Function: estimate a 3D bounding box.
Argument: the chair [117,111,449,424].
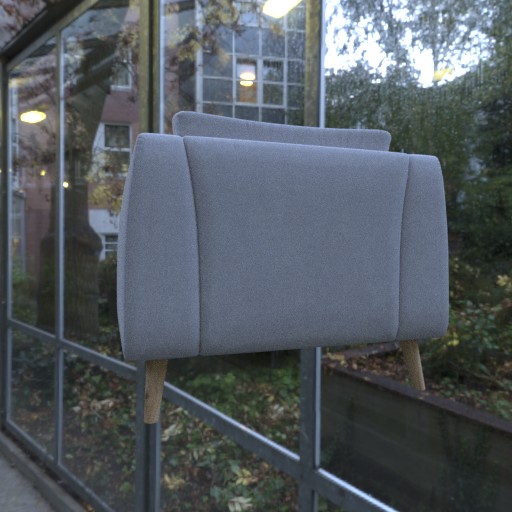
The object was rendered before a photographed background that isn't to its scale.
[{"bbox_3d":[0.000,0.000,1.685,1.000,0.860,0.930,0,1,-18],"label":"chair"}]
